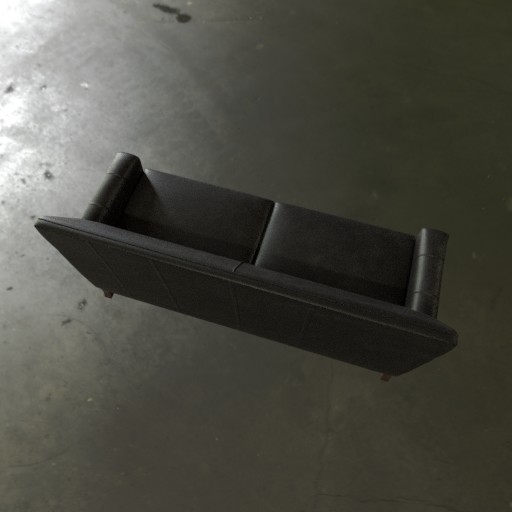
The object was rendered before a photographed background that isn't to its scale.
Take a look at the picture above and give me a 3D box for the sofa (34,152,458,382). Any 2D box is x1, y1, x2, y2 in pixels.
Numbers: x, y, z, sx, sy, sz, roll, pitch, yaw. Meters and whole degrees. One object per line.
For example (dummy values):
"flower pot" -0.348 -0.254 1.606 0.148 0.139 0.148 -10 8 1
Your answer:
"sofa" 0.000 0.000 2.598 2.053 0.947 0.805 15 63 8
